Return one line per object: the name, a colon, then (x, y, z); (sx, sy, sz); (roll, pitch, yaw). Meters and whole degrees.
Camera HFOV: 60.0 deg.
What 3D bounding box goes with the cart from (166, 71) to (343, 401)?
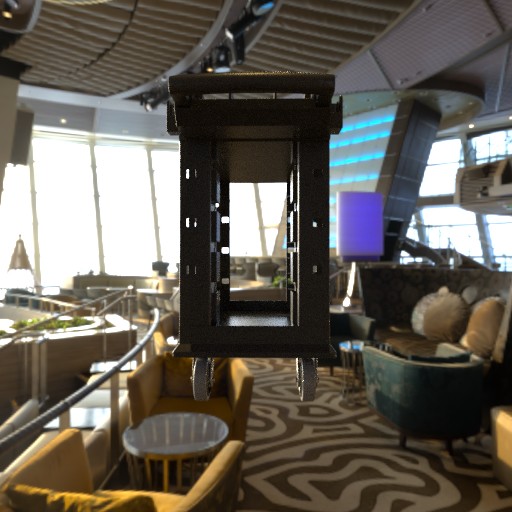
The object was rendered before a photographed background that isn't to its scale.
cart: (0.000, 0.000, 1.545); (0.497, 0.884, 1.061); (0, 0, 1)
